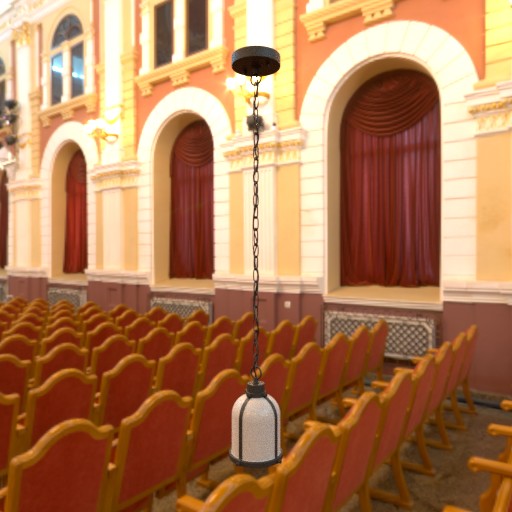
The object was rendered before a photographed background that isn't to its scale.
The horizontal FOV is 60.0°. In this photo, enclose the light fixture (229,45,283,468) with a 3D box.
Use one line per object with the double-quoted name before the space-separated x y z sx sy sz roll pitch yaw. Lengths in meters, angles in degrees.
"light fixture" 0.000 0.000 1.313 0.178 1.181 0.178 0 0 37
